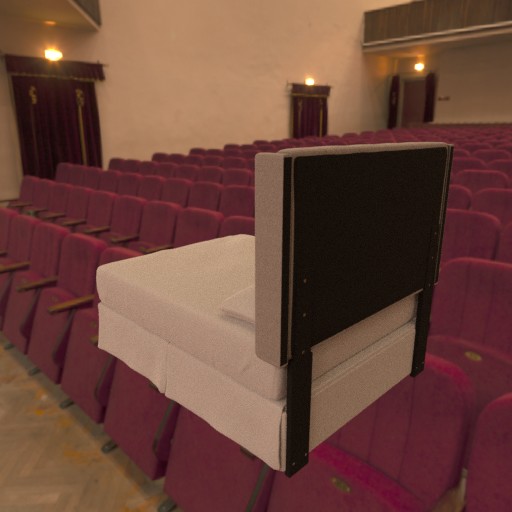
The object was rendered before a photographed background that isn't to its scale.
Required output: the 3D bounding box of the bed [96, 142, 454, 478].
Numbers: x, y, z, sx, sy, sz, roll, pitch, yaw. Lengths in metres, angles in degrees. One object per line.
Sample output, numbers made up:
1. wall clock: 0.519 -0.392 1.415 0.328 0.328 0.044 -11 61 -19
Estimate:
1. bed: 0.000 0.000 3.299 1.719 1.665 2.066 -15 22 -42
